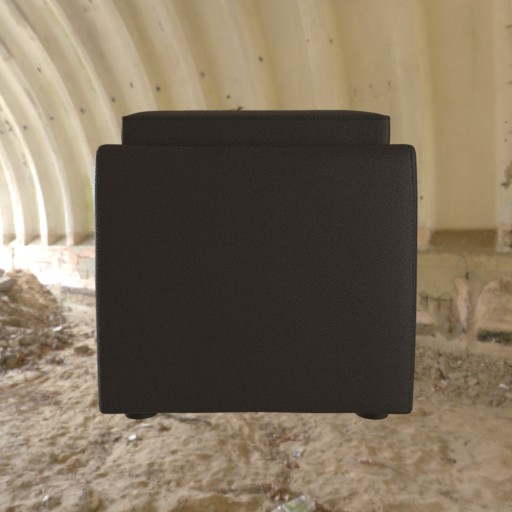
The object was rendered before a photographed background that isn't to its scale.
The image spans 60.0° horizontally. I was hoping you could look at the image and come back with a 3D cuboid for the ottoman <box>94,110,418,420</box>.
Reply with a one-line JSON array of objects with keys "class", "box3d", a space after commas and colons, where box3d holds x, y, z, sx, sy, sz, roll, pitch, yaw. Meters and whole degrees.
[{"class": "ottoman", "box3d": [0.000, 0.000, 0.818, 0.451, 0.460, 0.450, 0, 1, 0]}]
